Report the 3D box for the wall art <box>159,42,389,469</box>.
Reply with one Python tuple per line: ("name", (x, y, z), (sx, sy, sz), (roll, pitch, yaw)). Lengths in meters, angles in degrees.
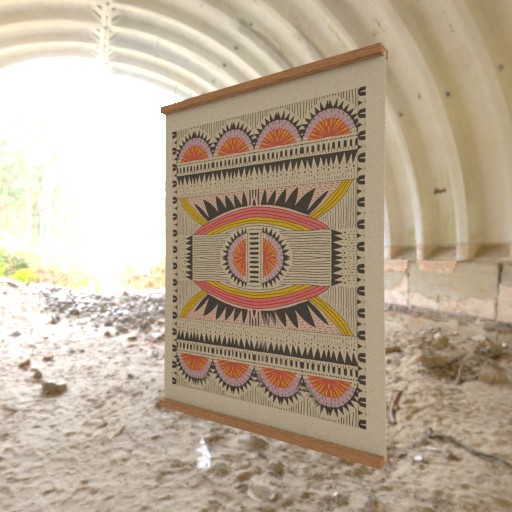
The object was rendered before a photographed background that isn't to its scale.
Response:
("wall art", (0.000, 0.000, 0.676), (0.403, 0.527, 0.028), (0, 0, 36))
